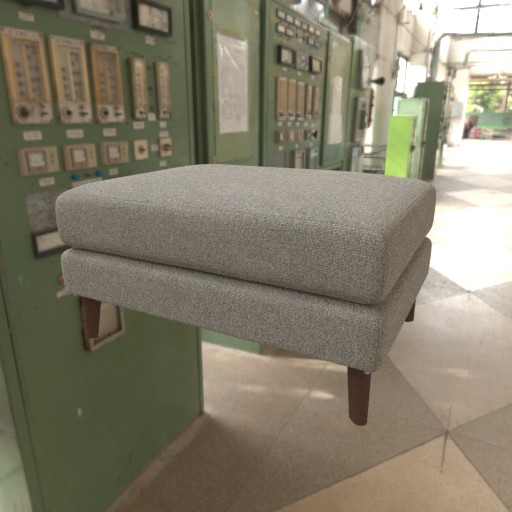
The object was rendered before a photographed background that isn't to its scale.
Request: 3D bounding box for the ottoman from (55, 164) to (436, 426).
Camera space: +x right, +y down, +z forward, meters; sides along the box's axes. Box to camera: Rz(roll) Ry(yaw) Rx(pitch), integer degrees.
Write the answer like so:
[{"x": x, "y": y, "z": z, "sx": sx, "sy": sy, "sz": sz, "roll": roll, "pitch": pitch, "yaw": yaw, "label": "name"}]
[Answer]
[{"x": 0.000, "y": 0.000, "z": 1.197, "sx": 0.821, "sy": 0.441, "sz": 0.611, "roll": 9, "pitch": 20, "yaw": 27, "label": "ottoman"}]
